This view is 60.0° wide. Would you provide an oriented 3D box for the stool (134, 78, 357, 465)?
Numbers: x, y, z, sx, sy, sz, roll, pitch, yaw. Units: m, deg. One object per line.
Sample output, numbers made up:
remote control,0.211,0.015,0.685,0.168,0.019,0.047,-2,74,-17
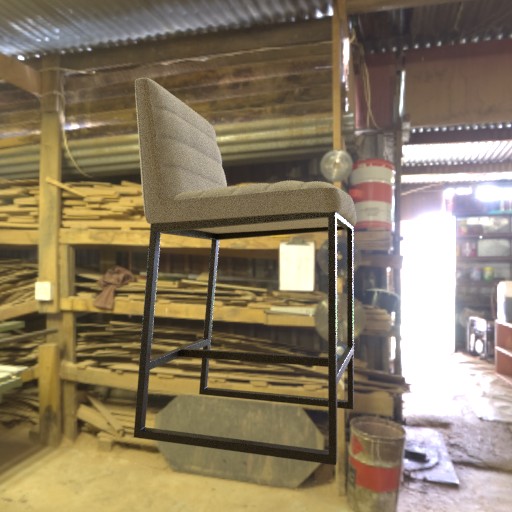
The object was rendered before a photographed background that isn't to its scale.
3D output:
stool,0.000,0.000,1.312,0.567,0.971,0.459,0,-1,18
